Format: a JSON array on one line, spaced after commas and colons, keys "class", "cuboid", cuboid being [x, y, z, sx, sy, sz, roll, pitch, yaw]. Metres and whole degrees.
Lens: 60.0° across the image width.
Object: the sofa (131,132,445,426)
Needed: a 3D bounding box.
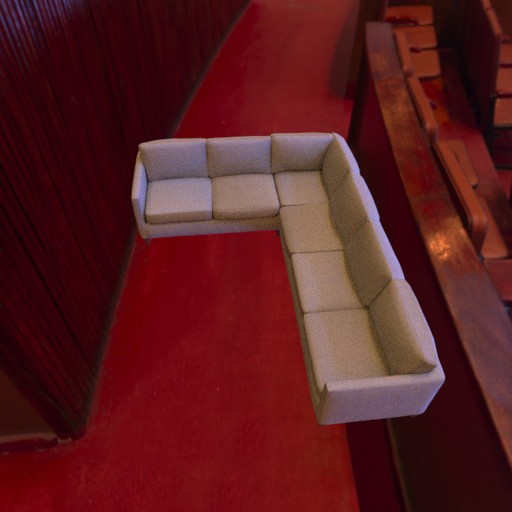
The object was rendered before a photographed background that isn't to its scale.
[{"class": "sofa", "cuboid": [0.000, 0.000, 4.481, 2.592, 0.947, 3.301, -4, 47, -4]}]
